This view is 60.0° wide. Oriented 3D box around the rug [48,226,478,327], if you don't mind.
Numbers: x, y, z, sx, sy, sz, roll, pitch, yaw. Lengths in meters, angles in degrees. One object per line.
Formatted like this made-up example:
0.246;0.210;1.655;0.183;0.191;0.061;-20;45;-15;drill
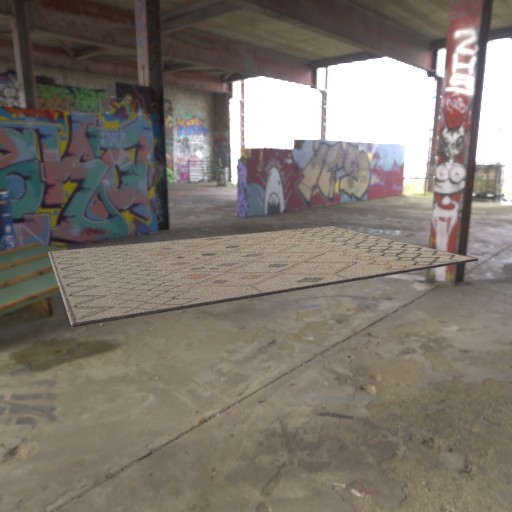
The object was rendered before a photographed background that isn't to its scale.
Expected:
0.000;0.000;2.954;2.438;0.015;1.524;-7;14;-27;rug
